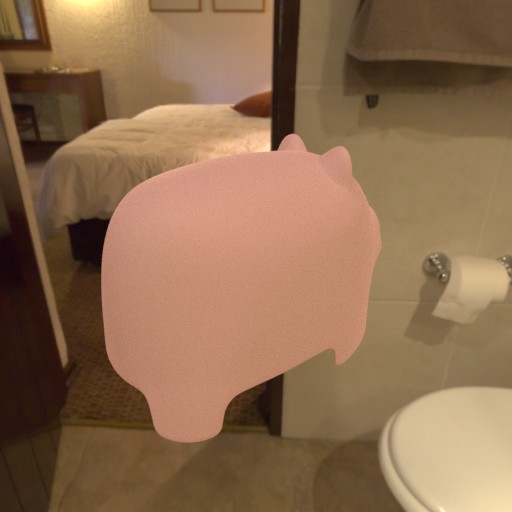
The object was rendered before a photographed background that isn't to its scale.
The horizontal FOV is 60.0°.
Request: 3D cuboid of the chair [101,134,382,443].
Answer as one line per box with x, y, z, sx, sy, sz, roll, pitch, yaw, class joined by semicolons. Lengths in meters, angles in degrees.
0.000;0.000;0.884;0.619;0.423;0.364;-17;31;-31;chair
